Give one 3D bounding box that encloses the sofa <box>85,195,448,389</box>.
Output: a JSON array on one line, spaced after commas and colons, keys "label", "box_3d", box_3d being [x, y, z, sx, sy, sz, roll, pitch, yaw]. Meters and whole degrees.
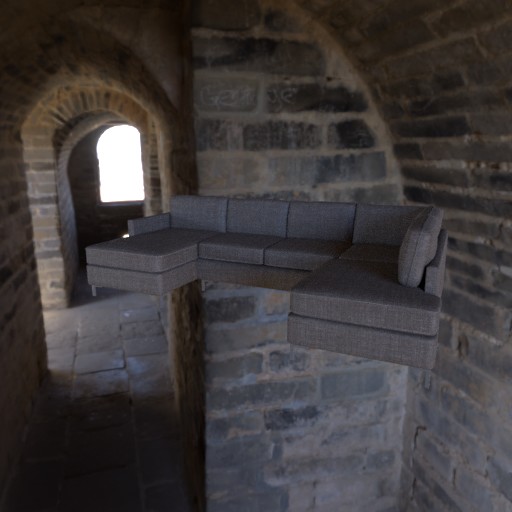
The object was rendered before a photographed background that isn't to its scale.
[{"label": "sofa", "box_3d": [0.000, 0.000, 4.314, 3.423, 0.999, 2.048, 6, 14, 24]}]
